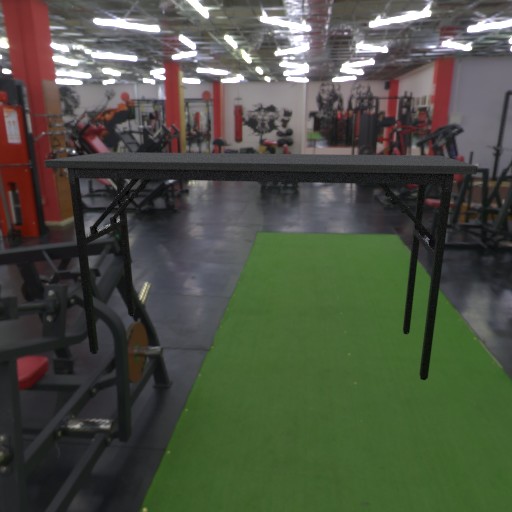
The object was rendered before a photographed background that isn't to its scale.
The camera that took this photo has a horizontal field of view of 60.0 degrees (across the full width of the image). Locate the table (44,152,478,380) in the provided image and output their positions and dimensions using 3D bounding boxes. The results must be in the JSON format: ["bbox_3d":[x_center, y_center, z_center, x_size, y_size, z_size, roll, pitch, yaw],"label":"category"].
[{"bbox_3d":[0.000,0.000,1.731,1.399,0.750,0.449,2,17,8],"label":"table"}]
